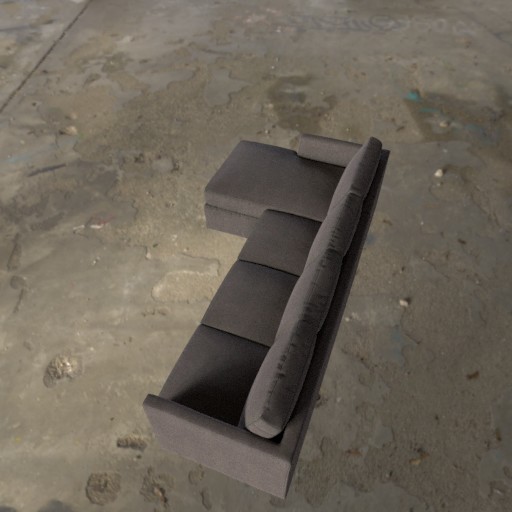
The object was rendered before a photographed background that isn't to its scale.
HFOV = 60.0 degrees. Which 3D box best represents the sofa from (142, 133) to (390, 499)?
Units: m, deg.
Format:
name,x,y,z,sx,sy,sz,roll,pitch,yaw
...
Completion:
name,x,y,z,sx,sy,sz,roll,pitch,yaw
sofa,0.000,0.000,3.781,1.650,0.922,3.205,16,49,14
